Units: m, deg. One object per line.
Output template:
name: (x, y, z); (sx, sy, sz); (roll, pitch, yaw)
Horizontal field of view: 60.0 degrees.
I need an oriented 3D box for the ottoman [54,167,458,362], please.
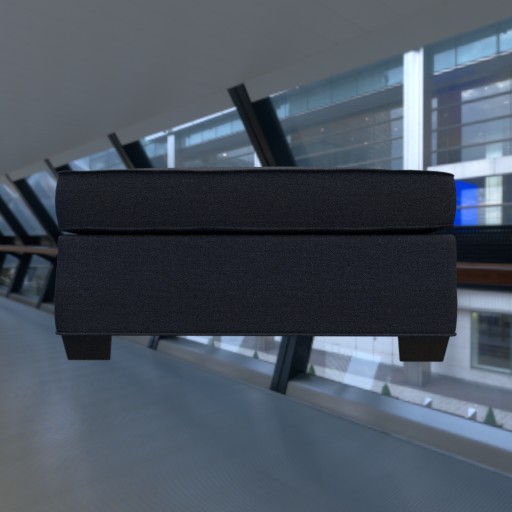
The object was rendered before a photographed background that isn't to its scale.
ottoman: (0.000, 0.000, 1.188); (0.895, 0.453, 0.505); (0, 1, 1)
